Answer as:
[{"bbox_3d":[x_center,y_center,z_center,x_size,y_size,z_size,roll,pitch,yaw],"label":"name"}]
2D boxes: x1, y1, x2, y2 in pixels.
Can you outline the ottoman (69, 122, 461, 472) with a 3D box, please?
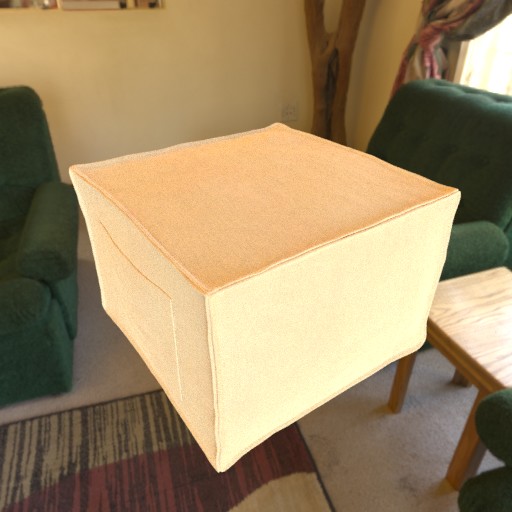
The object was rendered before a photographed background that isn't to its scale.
[{"bbox_3d":[0.000,0.000,1.161,0.696,0.470,0.707,-21,37,-30],"label":"ottoman"}]
